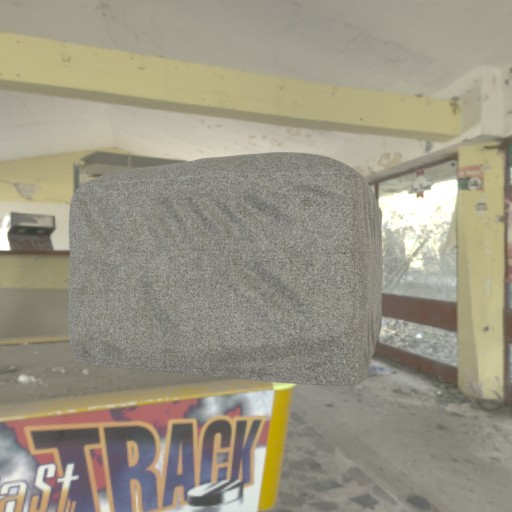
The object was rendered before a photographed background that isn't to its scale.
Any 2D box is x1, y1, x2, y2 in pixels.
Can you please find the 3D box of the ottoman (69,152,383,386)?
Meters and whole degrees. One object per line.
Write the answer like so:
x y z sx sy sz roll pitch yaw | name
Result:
0.000 0.000 1.277 0.683 0.481 0.837 0 0 18 | ottoman
